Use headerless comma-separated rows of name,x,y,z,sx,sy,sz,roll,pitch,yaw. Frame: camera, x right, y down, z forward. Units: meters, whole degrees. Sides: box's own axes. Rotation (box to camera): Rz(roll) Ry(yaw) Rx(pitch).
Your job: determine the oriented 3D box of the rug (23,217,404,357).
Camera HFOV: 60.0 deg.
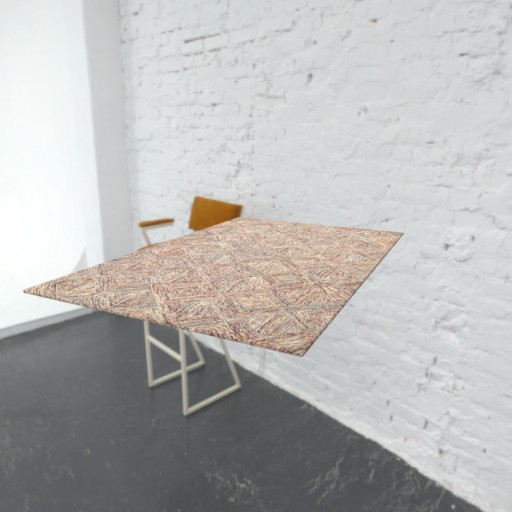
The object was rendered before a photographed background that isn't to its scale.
rug,0.000,0.000,2.920,1.523,0.019,2.285,8,17,26
